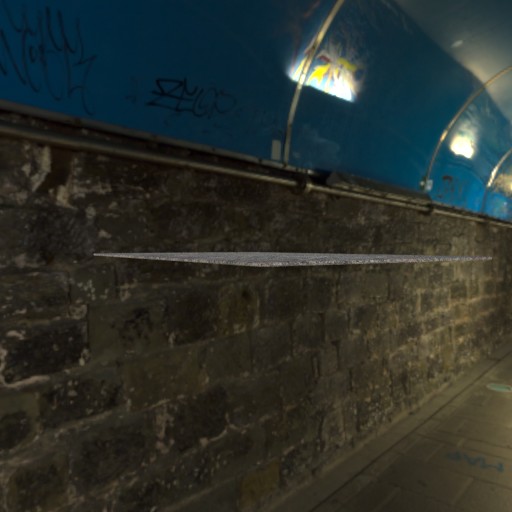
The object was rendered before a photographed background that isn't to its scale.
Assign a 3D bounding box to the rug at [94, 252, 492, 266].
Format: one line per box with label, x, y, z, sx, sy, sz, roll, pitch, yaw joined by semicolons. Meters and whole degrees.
rug;0.000;0.000;2.198;1.158;0.013;1.752;-1;1;-34
